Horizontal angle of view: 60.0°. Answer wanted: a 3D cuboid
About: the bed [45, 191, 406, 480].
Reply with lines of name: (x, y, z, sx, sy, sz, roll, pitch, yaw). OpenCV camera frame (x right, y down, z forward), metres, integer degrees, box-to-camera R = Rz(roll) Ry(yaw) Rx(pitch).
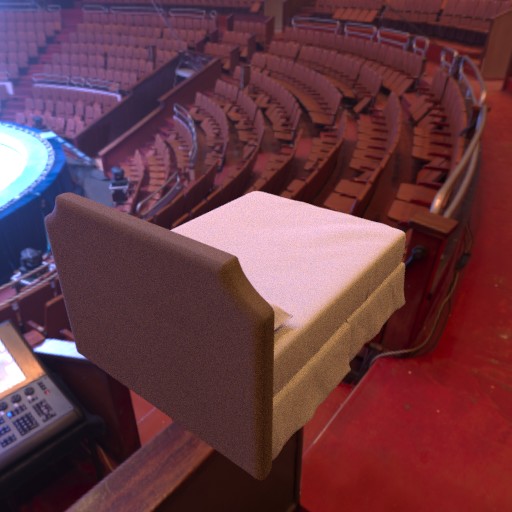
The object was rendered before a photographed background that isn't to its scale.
bed: (0.000, 0.000, 3.206, 1.693, 1.290, 2.116, 20, 35, 32)
